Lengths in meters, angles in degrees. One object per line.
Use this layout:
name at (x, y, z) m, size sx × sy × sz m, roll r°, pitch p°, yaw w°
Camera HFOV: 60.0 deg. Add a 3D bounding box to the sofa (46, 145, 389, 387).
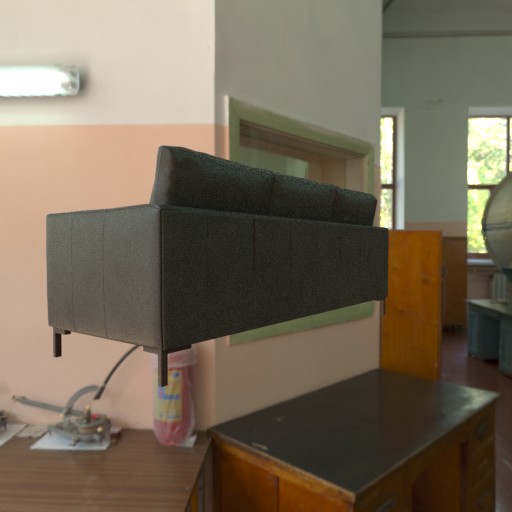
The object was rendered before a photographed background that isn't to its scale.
sofa at (0.000, 0.000, 2.405) m, size 0.748 × 0.805 × 2.029 m, roll 1°, pitch 1°, yaw 37°
